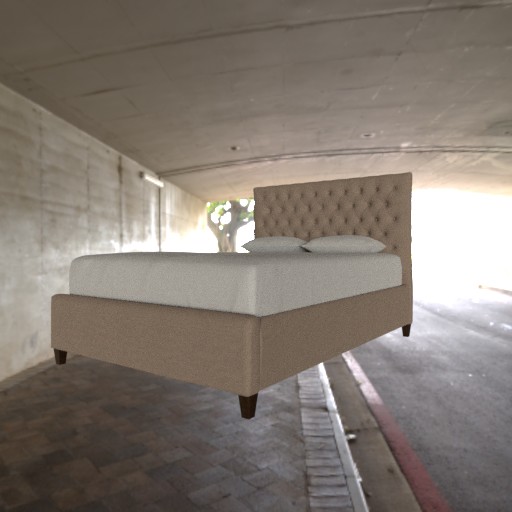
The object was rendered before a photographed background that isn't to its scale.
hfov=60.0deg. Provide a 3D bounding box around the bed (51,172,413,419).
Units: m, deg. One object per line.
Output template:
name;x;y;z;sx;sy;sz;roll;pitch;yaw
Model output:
bed;0.000;0.000;3.413;1.698;1.427;2.387;1;1;36
